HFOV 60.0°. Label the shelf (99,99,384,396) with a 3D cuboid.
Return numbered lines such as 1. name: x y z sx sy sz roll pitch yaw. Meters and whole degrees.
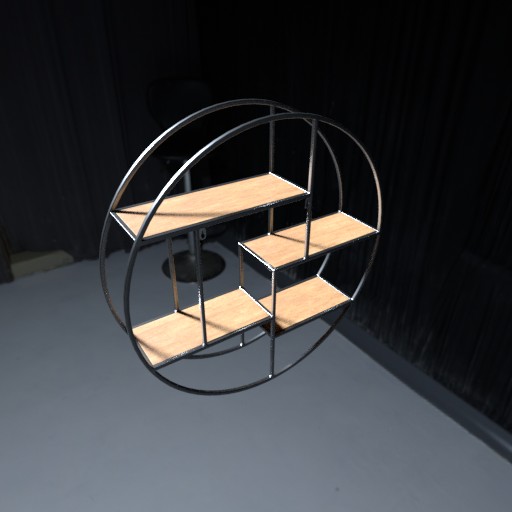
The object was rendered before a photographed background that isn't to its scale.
1. shelf: 0.000 0.000 1.360 0.888 0.888 0.202 -19 36 -28
